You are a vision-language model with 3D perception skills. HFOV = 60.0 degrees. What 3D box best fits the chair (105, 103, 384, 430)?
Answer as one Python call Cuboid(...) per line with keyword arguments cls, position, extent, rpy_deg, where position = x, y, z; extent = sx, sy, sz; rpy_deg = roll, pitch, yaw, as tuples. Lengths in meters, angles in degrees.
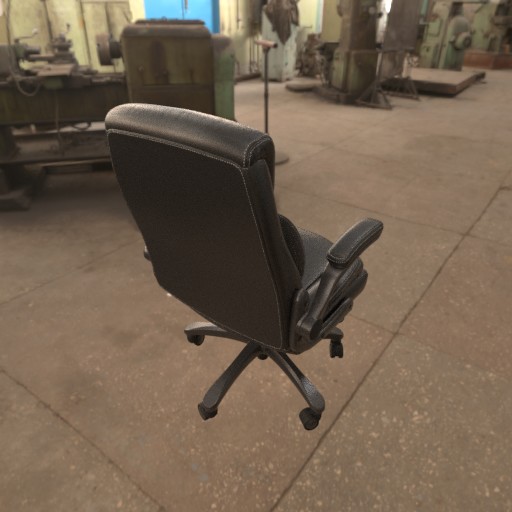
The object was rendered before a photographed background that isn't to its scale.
Cuboid(cls="chair", position=(0.000, 0.000, 1.590), extent=(0.782, 1.110, 0.724), rpy_deg=(22, 37, 33))
